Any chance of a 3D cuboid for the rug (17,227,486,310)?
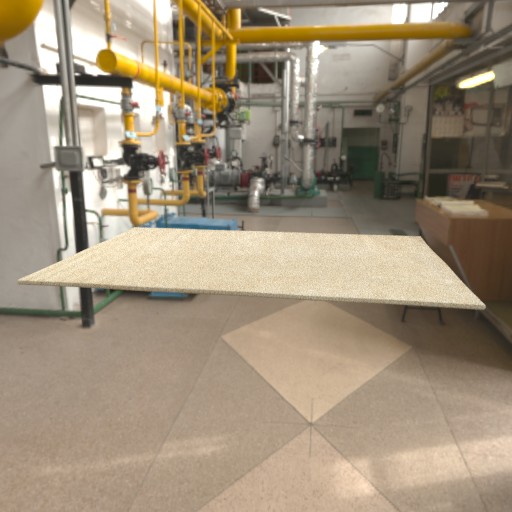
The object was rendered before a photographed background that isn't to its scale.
[{"bbox_3d":[0.000,0.000,2.903,2.346,0.025,1.500,2,15,9],"label":"rug"}]
